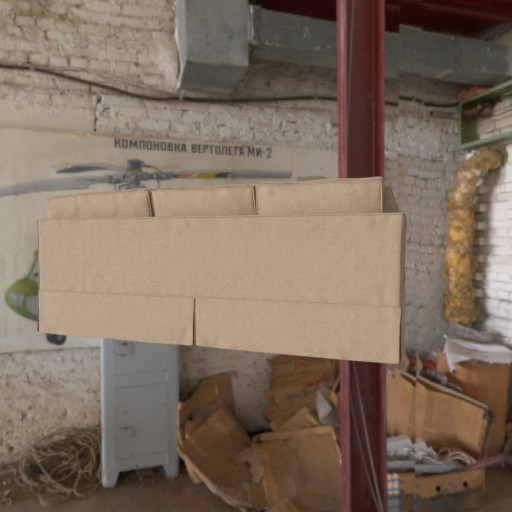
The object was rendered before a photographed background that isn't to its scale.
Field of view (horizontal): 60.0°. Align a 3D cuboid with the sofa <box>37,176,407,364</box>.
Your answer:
[{"bbox_3d":[0.000,0.000,4.257,2.733,1.124,2.730,1,3,19],"label":"sofa"}]
